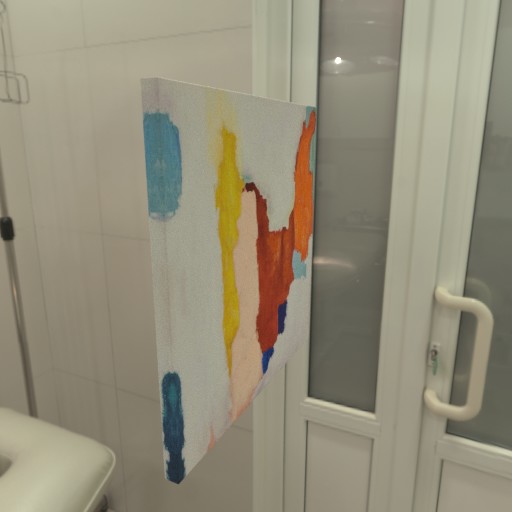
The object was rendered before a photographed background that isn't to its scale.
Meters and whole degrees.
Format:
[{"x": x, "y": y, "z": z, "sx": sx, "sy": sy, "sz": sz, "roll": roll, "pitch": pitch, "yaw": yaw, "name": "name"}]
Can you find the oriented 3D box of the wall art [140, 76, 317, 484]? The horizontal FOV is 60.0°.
[{"x": 0.000, "y": 0.000, "z": 1.201, "sx": 0.037, "sy": 0.814, "sz": 0.814, "roll": 7, "pitch": 16, "yaw": 26, "name": "wall art"}]
